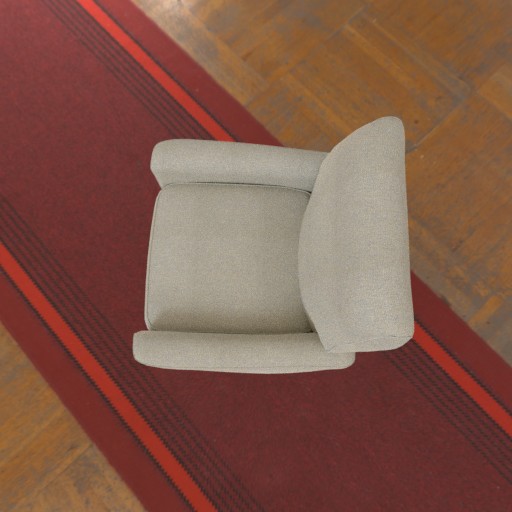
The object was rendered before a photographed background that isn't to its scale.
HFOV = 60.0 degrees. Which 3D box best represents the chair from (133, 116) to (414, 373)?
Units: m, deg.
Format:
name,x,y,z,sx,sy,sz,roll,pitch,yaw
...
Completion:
name,x,y,z,sx,sy,sz,roll,pitch,yaw
chair,0.000,0.000,1.655,0.853,1.006,0.850,2,76,0
